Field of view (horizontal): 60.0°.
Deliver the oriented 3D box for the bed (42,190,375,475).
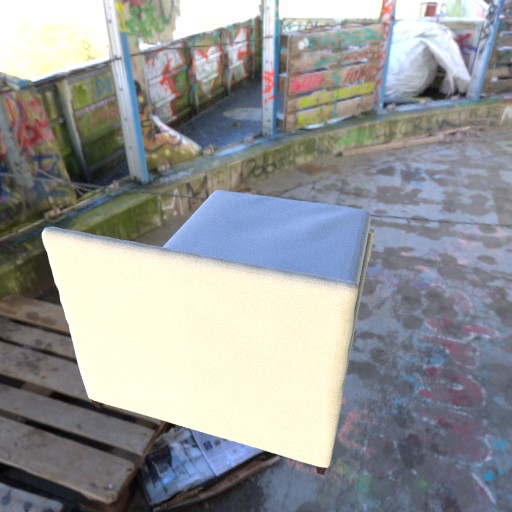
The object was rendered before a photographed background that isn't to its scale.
[{"bbox_3d":[0.000,0.000,3.460,1.698,1.427,2.387,10,34,15],"label":"bed"}]
